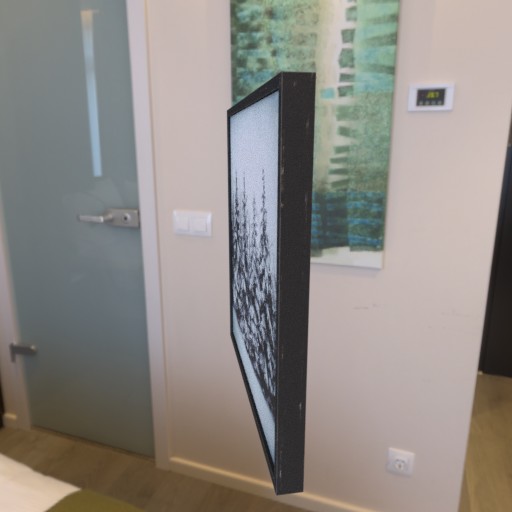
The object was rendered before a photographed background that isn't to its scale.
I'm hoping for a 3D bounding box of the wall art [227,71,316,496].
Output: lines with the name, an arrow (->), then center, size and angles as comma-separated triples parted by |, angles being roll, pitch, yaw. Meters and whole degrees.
wall art -> 0.000, 0.000, 0.749 | 0.036, 0.506, 0.506 | -2, 14, -10
